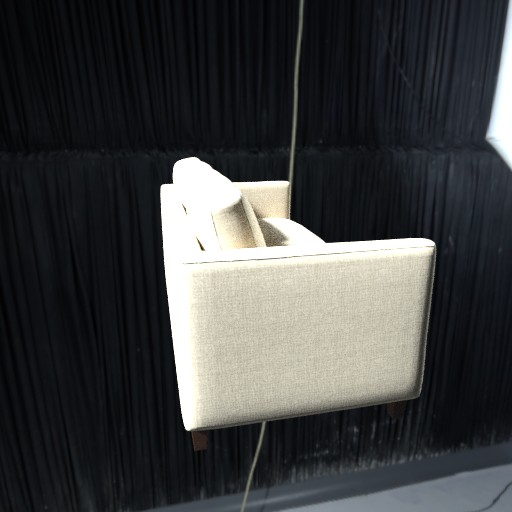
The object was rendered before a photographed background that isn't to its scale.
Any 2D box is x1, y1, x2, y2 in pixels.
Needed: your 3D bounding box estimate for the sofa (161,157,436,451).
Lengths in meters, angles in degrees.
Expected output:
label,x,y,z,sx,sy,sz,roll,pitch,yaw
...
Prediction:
label,x,y,z,sx,sy,sz,roll,pitch,yaw
sofa,0.000,0.000,2.405,0.950,0.963,1.884,-4,17,-13
